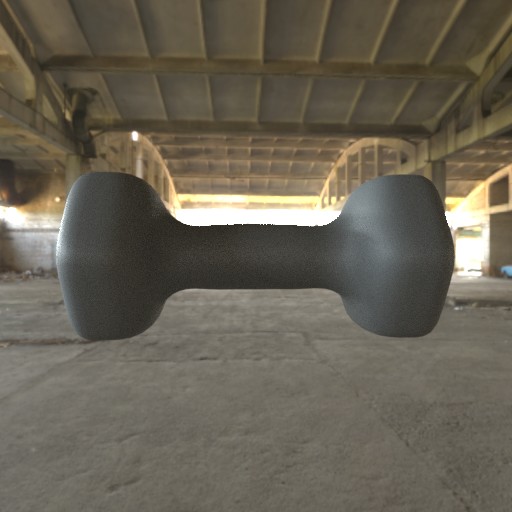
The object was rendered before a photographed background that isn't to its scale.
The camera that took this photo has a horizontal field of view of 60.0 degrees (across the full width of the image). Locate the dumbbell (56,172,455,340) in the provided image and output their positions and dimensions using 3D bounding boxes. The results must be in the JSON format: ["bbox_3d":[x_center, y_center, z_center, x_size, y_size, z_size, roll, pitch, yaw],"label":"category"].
[{"bbox_3d":[0.000,0.000,0.229,0.184,0.081,0.090,0,0,-2],"label":"dumbbell"}]
